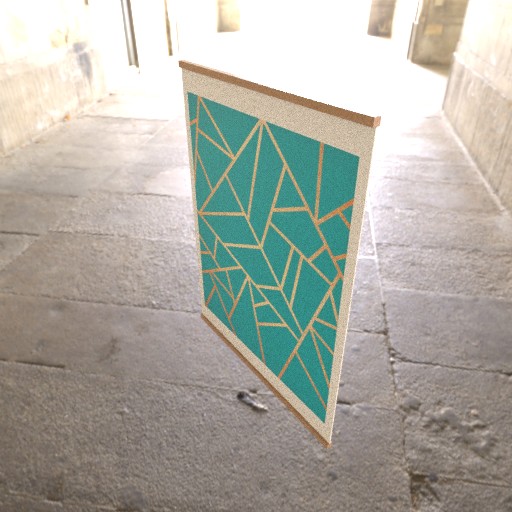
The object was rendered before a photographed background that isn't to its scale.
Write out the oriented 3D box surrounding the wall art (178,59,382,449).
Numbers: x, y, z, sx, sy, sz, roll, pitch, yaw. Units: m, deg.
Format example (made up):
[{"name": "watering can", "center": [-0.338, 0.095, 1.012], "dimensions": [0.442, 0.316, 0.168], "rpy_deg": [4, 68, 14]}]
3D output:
[{"name": "wall art", "center": [0.000, 0.000, 0.813], "dimensions": [0.012, 0.608, 0.459], "rpy_deg": [-22, 39, -30]}]
